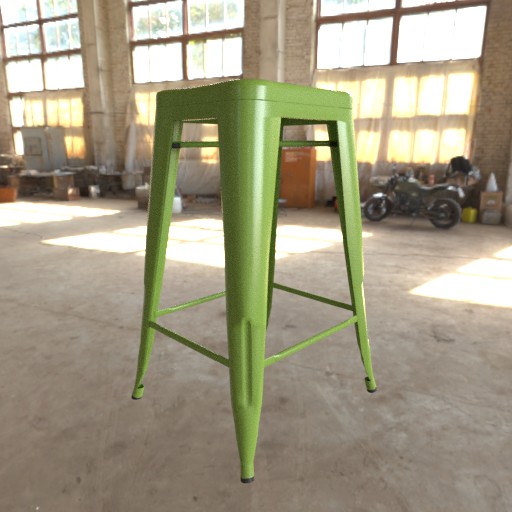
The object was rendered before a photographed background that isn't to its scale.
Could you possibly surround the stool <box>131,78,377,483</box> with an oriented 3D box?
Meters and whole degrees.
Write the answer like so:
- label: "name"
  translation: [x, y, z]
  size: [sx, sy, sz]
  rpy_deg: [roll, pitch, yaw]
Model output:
- label: "stool"
  translation: [0.000, 0.000, 0.873]
  size: [0.398, 0.609, 0.358]
  rpy_deg: [-14, 20, -43]
